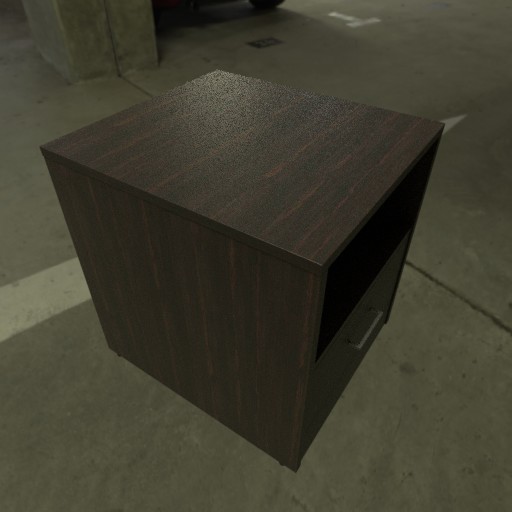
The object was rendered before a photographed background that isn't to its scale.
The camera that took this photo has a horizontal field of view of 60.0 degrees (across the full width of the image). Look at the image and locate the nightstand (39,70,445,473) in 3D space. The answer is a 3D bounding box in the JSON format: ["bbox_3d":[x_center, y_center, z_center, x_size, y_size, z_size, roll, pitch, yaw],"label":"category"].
[{"bbox_3d":[0.000,0.000,0.794,0.461,0.460,0.400,24,46,26],"label":"nightstand"}]
